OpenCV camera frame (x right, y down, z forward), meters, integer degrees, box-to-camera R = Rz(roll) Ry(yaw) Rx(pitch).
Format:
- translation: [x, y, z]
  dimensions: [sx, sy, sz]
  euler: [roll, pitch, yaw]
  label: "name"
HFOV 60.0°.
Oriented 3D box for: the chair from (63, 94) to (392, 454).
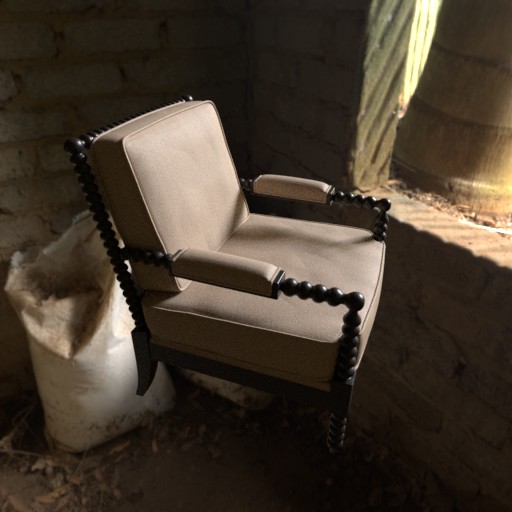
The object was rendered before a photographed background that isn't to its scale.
- translation: [0.000, 0.000, 1.178]
  dimensions: [0.657, 0.703, 0.555]
  euler: [11, 32, 18]
  label: "chair"
